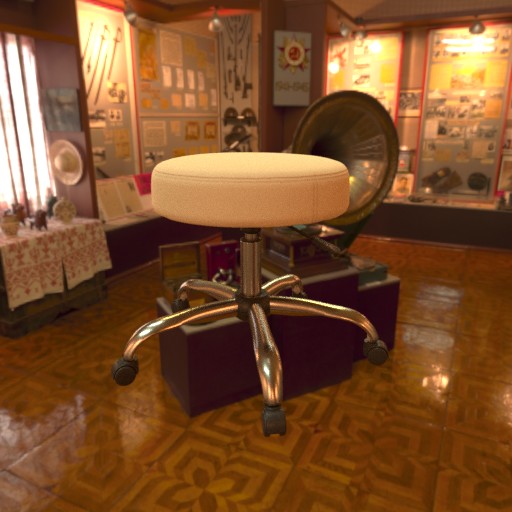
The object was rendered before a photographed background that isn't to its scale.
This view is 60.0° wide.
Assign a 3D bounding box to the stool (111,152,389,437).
[{"bbox_3d":[0.000,0.000,1.058,0.634,0.482,0.614,9,19,27],"label":"stool"}]
